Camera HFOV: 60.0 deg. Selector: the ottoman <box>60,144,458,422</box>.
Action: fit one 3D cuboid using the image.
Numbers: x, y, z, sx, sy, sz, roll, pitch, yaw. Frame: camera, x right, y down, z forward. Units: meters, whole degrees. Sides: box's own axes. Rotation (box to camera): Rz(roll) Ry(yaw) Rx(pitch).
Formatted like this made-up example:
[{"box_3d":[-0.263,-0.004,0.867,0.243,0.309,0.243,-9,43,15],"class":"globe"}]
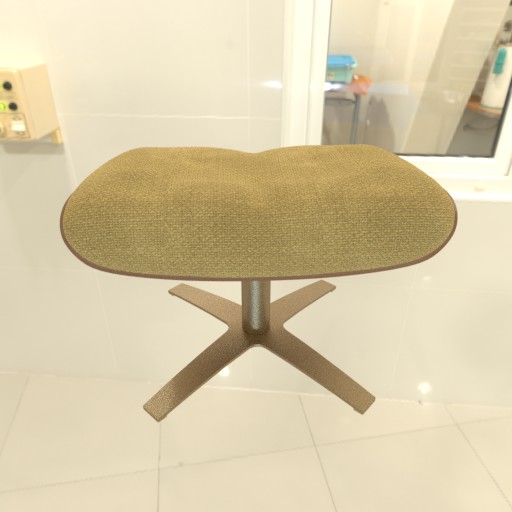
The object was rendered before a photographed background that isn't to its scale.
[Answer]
[{"box_3d":[0.000,0.000,0.798,0.520,0.391,0.394,-1,31,-2],"class":"ottoman"}]
